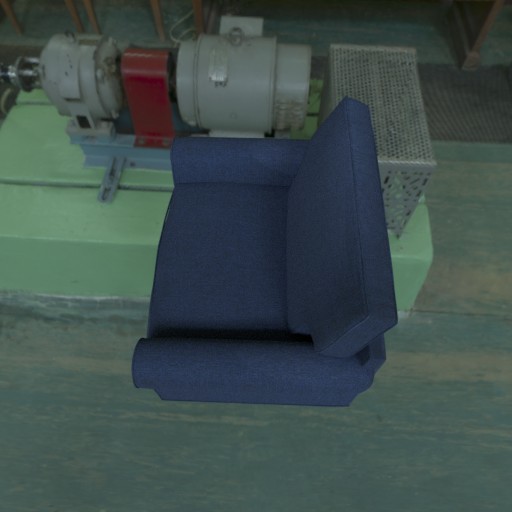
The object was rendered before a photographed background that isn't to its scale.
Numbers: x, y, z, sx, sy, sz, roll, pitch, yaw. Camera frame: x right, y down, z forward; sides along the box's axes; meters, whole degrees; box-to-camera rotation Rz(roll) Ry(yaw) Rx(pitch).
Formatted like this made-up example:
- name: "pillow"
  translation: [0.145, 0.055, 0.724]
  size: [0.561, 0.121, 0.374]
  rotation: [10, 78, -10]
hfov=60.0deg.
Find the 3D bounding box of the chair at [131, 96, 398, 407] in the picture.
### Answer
- name: "chair"
  translation: [0.000, 0.000, 2.059]
  size: [0.963, 1.044, 1.285]
  rotation: [2, 59, 1]
